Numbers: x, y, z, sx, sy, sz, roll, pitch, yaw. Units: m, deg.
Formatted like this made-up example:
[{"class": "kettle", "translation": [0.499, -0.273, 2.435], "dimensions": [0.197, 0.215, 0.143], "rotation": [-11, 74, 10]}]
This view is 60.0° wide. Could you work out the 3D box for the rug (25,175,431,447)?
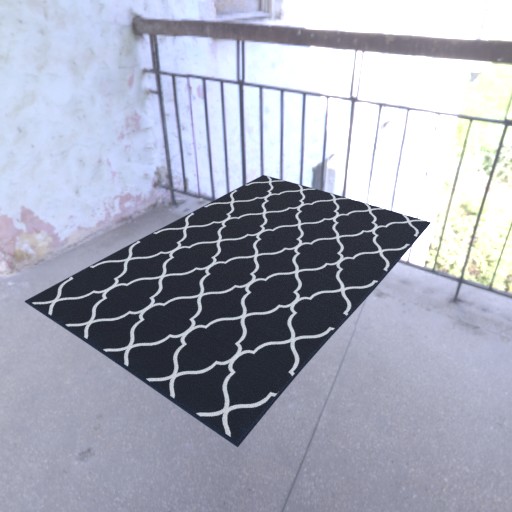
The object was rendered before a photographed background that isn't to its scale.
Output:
[{"class": "rug", "translation": [0.000, 0.000, 2.861], "dimensions": [1.526, 0.014, 2.290], "rotation": [22, 38, 30]}]
